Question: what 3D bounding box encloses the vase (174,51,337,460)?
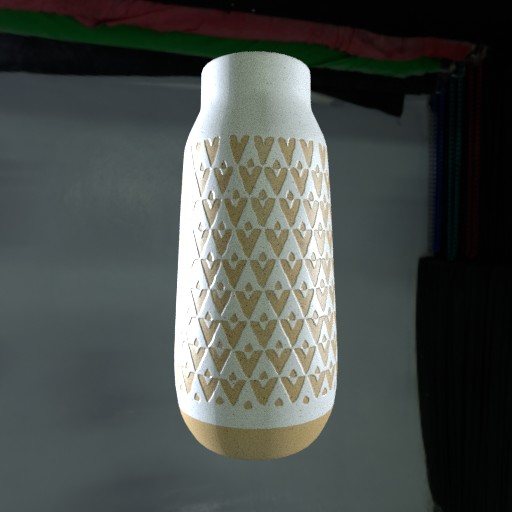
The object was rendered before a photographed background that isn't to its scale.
[{"bbox_3d":[0.000,0.000,0.377,0.137,0.307,0.137,0,2,0],"label":"vase"}]
